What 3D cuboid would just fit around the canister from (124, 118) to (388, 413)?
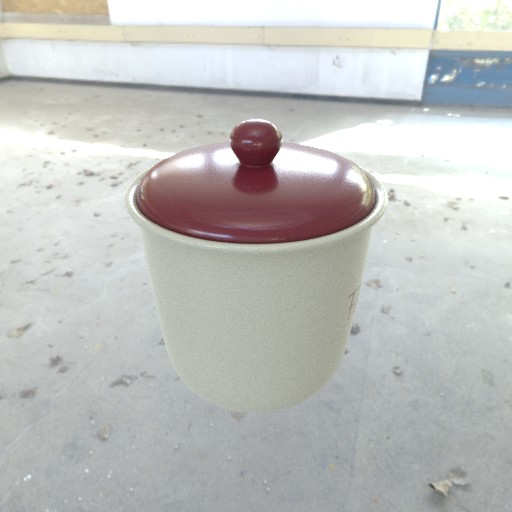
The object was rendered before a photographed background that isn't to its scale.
[{"bbox_3d":[0.000,0.000,0.344,0.182,0.208,0.182,0,31,0],"label":"canister"}]
